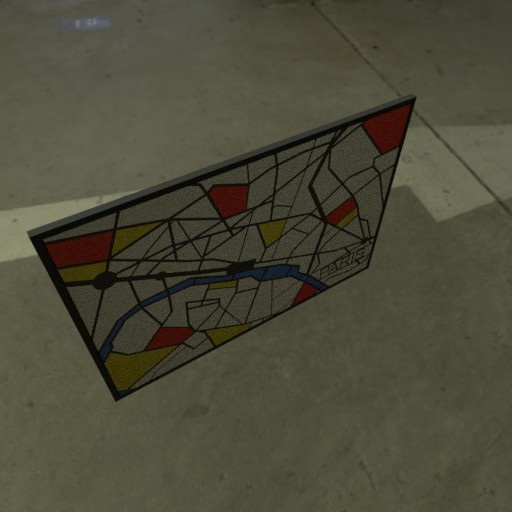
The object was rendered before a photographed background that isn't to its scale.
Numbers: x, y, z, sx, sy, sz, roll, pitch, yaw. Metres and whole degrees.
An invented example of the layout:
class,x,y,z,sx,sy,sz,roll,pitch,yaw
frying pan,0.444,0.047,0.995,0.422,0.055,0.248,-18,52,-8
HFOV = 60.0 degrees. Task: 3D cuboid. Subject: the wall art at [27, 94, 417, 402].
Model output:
class,x,y,z,sx,sy,sz,roll,pitch,yaw
wall art,0.000,0.000,0.834,0.664,0.458,0.013,-25,52,-21
